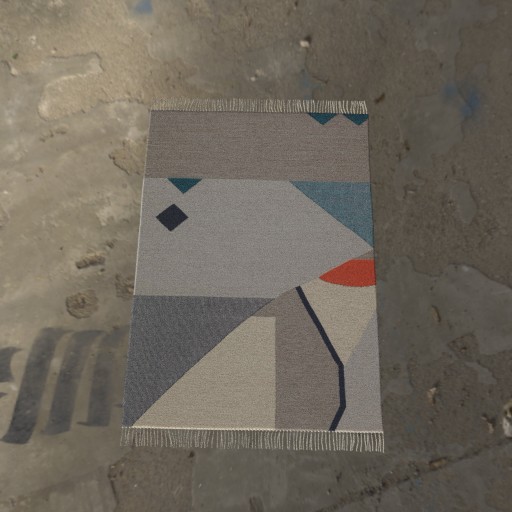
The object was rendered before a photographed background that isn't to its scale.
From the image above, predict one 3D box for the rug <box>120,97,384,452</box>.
[{"bbox_3d":[0.000,0.000,2.258,1.220,0.005,1.828,1,75,0],"label":"rug"}]
